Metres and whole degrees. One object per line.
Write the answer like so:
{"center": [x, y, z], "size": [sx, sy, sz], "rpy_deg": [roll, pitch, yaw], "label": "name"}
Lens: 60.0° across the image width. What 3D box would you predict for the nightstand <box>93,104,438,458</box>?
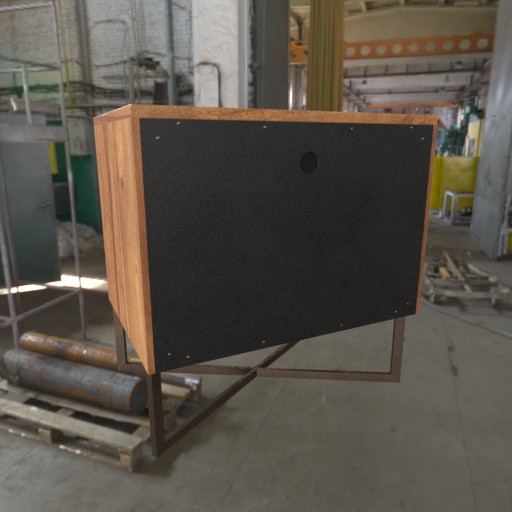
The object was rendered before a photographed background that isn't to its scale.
{"center": [0.000, 0.000, 1.025], "size": [0.613, 0.615, 0.427], "rpy_deg": [-7, 16, -26], "label": "nightstand"}
